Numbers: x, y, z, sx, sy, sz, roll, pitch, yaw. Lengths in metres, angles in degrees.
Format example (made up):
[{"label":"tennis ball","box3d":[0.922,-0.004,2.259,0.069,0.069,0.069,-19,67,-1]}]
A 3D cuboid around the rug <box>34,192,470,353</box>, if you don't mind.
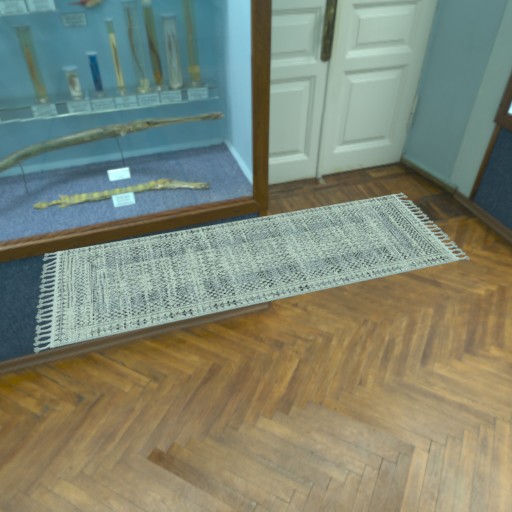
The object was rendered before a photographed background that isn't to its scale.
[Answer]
[{"label":"rug","box3d":[0.000,0.000,2.678,2.480,0.013,0.786,-11,41,-13]}]
